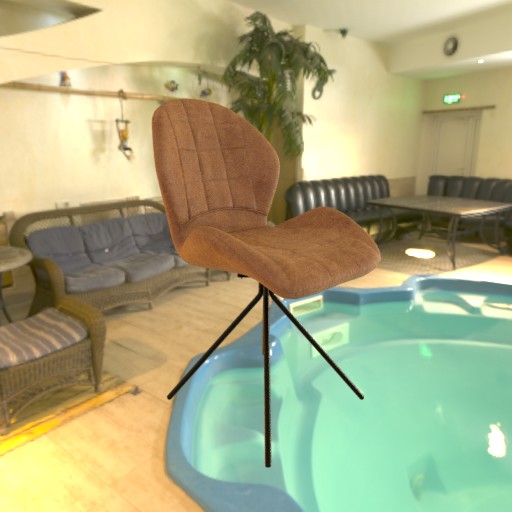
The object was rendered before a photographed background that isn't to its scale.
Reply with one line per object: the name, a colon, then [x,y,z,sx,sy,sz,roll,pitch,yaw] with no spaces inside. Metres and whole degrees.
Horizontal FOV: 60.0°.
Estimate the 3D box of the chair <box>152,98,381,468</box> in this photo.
chair: [0.000,0.000,1.328,0.527,0.929,0.640,-14,20,-43]
